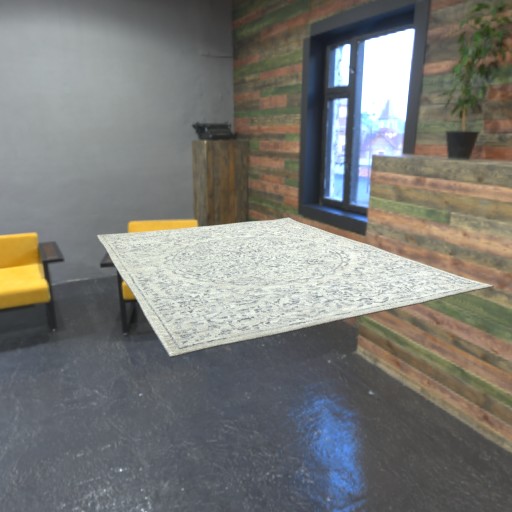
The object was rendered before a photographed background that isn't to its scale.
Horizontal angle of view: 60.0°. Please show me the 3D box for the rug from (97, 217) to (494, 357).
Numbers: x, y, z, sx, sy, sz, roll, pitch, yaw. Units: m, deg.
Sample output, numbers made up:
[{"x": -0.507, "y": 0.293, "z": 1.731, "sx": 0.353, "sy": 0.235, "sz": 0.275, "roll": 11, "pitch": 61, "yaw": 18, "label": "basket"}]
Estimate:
[{"x": 0.000, "y": 0.000, "z": 3.922, "sx": 2.343, "sy": 0.026, "sz": 2.925, "roll": -7, "pitch": 17, "yaw": -25, "label": "rug"}]
